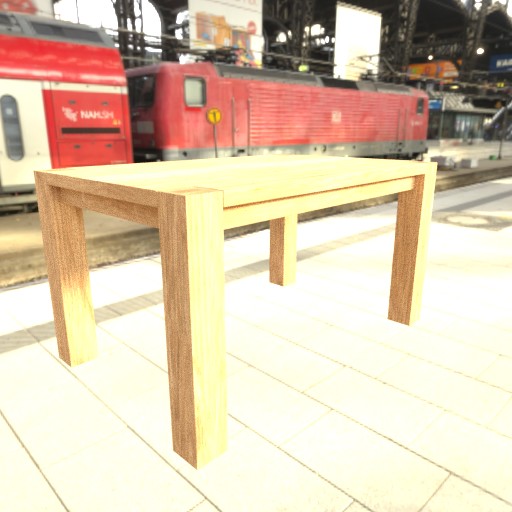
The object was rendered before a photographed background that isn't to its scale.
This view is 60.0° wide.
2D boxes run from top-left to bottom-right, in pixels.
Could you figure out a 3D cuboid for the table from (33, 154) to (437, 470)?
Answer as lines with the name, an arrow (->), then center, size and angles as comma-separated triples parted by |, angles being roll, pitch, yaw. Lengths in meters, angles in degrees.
table -> 0.000, 0.000, 1.897 | 0.900, 0.760, 1.400 | 15, 22, 42
